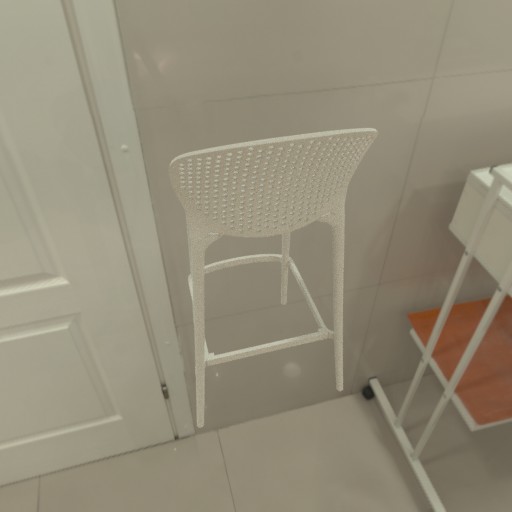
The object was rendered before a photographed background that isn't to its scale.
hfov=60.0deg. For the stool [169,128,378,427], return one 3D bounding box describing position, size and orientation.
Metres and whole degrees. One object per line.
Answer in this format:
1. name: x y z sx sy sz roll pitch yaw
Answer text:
1. stool: 0.000 0.000 1.372 0.536 1.045 0.535 -10 42 -12
